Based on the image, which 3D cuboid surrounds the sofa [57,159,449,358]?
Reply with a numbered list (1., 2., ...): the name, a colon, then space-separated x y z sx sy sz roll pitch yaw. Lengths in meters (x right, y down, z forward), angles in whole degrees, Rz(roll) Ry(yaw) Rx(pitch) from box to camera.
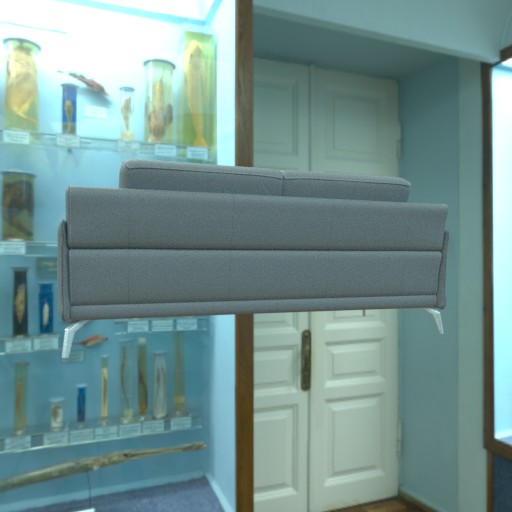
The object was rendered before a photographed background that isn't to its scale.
1. sofa: 0.000 0.000 2.627 2.100 0.900 0.969 0 -1 -19
